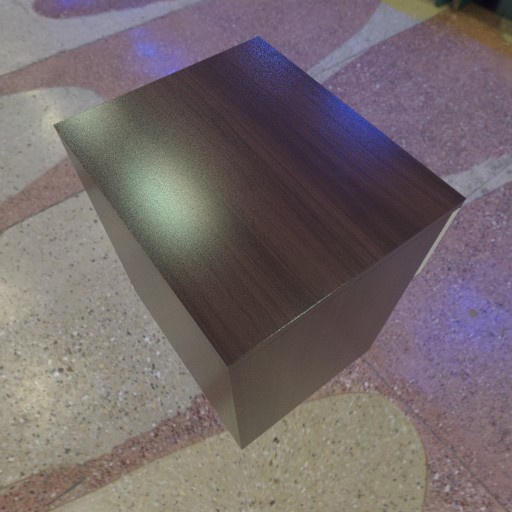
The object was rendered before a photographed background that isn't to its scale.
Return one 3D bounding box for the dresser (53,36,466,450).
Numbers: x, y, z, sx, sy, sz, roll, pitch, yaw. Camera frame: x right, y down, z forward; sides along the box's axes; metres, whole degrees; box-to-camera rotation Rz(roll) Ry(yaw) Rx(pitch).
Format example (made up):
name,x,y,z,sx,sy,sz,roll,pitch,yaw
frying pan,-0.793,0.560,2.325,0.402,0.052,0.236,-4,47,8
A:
name,x,y,z,sx,sy,sz,roll,pitch,yaw
dresser,0.000,0.000,0.746,0.360,0.470,0.400,-32,63,-18
